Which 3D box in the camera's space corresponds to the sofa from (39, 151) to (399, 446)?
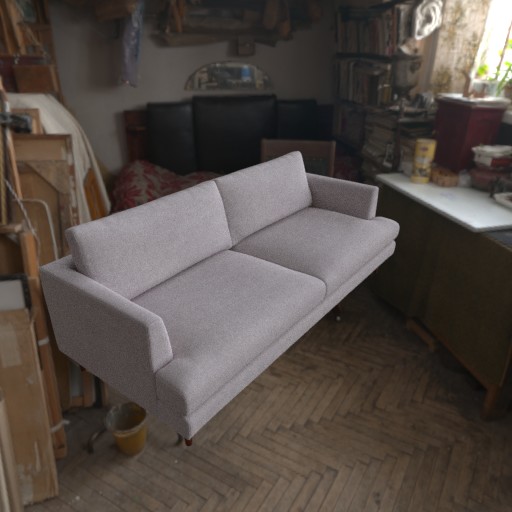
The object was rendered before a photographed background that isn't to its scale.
[{"bbox_3d":[0.000,0.000,2.795,1.020,0.868,2.250,19,32,33],"label":"sofa"}]
